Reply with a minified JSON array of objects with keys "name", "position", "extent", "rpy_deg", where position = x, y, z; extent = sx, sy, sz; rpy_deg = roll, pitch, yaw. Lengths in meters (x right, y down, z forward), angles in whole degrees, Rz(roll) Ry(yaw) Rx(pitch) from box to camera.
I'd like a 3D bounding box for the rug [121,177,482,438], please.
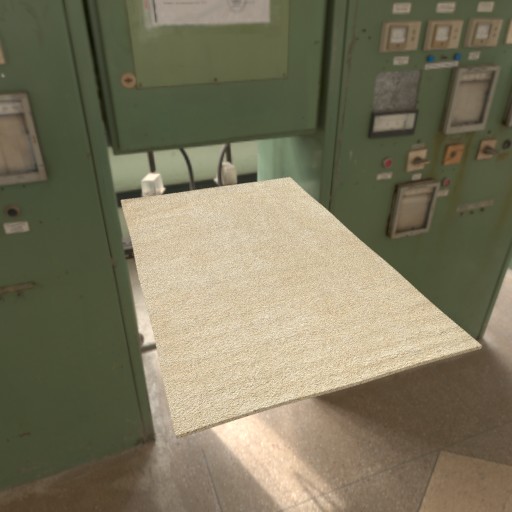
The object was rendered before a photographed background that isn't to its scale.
[{"name":"rug","position":[0.000,0.000,2.886],"extent":[1.500,0.025,2.346],"rpy_deg":[-11,33,-17]}]
